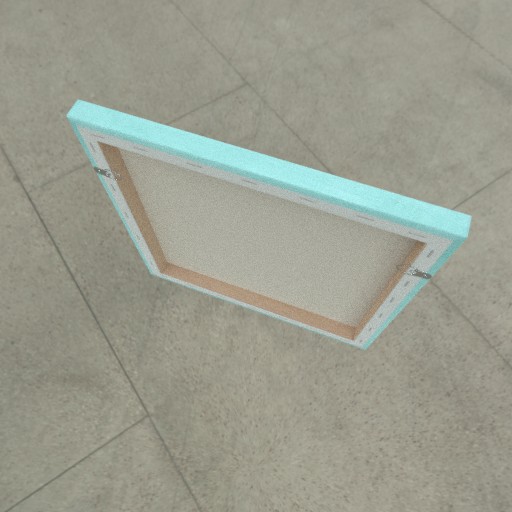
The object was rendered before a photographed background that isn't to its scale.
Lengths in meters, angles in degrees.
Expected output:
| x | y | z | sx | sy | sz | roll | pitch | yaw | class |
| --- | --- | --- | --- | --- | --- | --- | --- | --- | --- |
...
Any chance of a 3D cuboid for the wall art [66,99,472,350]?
| x | y | z | sx | sy | sz | roll | pitch | yaw | class |
| --- | --- | --- | --- | --- | --- | --- | --- | --- | --- |
| 0.000 | 0.000 | 1.144 | 0.765 | 0.766 | 0.054 | 18 | 66 | 9 | wall art |
